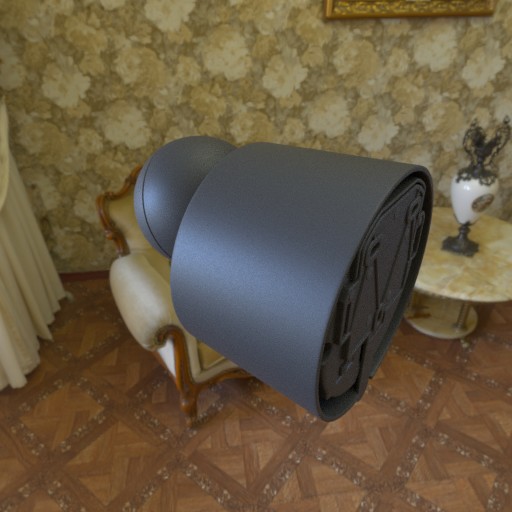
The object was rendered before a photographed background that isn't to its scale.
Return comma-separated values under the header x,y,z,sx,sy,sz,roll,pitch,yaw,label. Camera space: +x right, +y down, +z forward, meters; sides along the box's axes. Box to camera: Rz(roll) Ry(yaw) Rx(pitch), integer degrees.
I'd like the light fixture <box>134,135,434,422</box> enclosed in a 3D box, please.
x,y,z,sx,sy,sz,roll,pitch,yaw,label
0.000,0.000,0.266,0.160,0.143,0.134,21,38,30,light fixture
